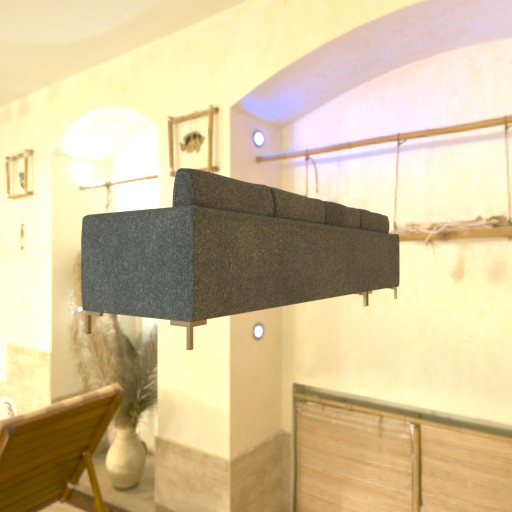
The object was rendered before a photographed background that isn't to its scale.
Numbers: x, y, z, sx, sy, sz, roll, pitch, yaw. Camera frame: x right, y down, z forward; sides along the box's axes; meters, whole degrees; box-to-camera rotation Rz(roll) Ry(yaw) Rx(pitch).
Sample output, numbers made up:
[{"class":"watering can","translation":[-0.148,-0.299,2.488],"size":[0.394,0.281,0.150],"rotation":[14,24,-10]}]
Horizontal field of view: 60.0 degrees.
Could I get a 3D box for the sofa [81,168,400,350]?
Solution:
[{"class":"sofa","translation":[0.000,0.000,3.416],"size":[1.350,0.810,2.932],"rotation":[0,0,35]}]
